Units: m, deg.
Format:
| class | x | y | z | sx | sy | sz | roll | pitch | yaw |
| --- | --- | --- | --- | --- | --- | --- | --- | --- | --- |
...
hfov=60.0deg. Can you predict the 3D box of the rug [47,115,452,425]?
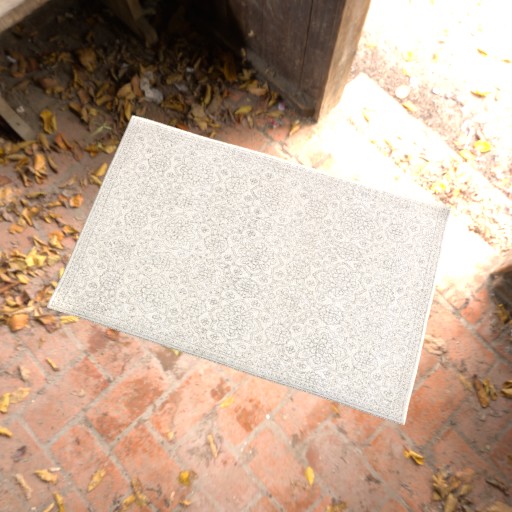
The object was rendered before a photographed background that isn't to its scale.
| class | x | y | z | sx | sy | sz | roll | pitch | yaw |
| --- | --- | --- | --- | --- | --- | --- | --- | --- | --- |
| rug | 0.000 | 0.000 | 2.426 | 1.947 | 0.023 | 1.214 | 17 | 76 | 4 |
